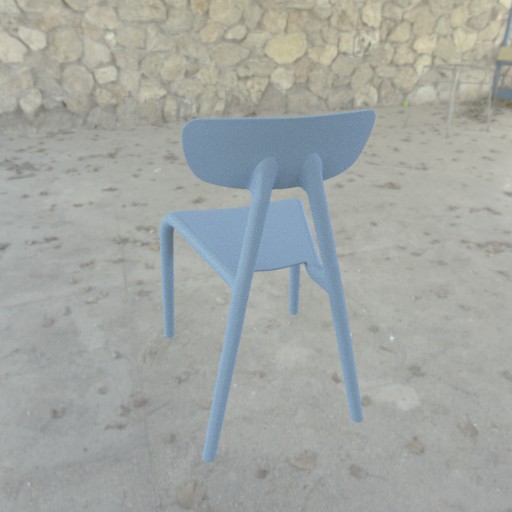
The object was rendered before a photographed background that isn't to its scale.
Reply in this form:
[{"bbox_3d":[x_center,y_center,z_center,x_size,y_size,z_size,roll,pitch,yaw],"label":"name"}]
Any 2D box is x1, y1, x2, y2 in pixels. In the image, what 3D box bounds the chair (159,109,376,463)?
[{"bbox_3d":[0.000,0.000,0.858,0.356,0.580,0.401,-8,28,-16],"label":"chair"}]
